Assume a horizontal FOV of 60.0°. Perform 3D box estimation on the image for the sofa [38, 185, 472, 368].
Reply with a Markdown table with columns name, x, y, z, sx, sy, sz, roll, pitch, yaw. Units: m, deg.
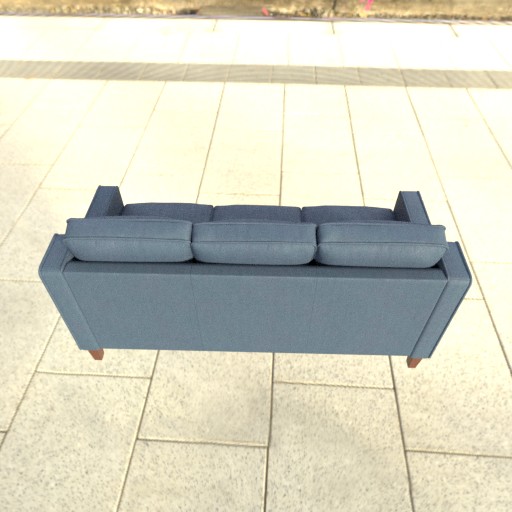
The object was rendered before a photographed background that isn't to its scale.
| name | x | y | z | sx | sy | sz | roll | pitch | yaw |
| --- | --- | --- | --- | --- | --- | --- | --- | --- | --- |
| sofa | 0.000 | 0.000 | 2.565 | 1.986 | 0.974 | 0.911 | 1 | 46 | 1 |
